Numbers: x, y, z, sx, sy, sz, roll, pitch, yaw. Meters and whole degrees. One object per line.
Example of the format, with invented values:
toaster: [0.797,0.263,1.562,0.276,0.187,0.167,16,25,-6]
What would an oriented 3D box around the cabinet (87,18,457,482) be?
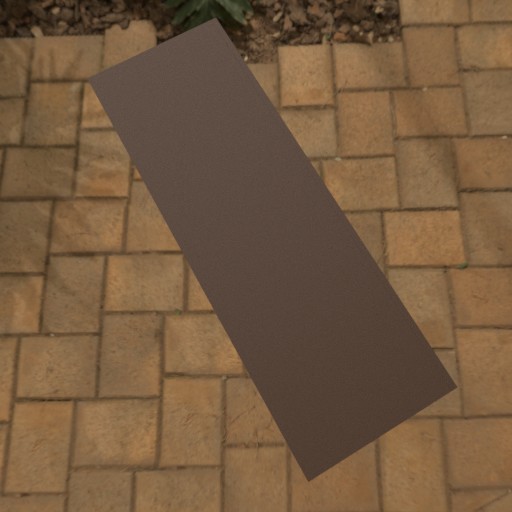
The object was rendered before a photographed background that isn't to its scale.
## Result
cabinet: [0.000,0.000,1.782,0.482,0.914,1.396,-29,78,-7]
